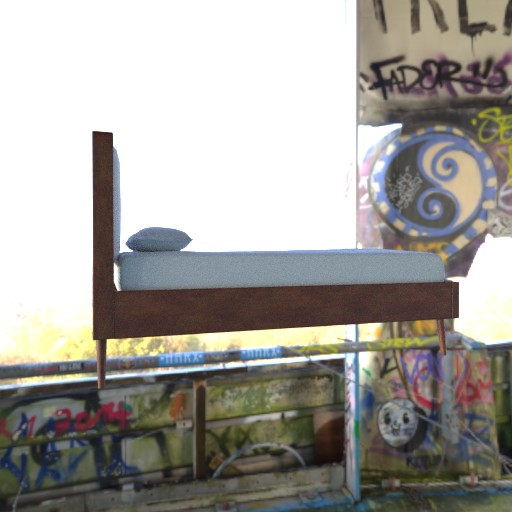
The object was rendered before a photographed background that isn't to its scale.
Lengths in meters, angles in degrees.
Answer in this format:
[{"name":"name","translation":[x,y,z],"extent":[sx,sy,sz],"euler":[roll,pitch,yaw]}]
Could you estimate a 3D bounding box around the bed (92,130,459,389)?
[{"name":"bed","translation":[0.000,0.000,3.217],"extent":[2.196,1.275,1.587],"euler":[0,1,-19]}]
